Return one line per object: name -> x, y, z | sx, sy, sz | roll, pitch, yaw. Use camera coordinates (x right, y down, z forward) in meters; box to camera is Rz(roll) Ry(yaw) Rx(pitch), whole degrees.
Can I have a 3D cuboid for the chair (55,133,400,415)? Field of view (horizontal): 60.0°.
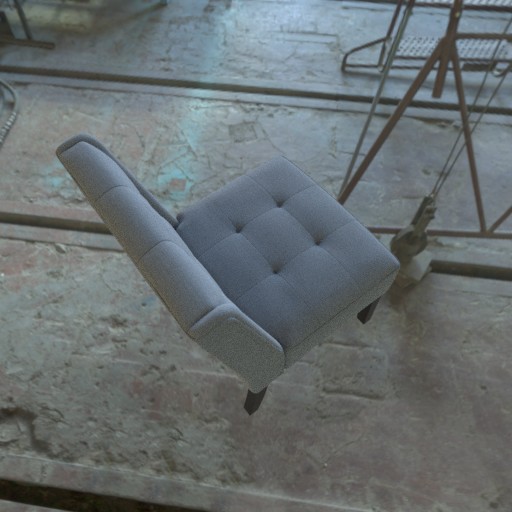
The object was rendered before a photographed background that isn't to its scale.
chair -> 0.000, 0.000, 1.285 | 0.676, 0.853, 0.569 | -33, 64, -19
